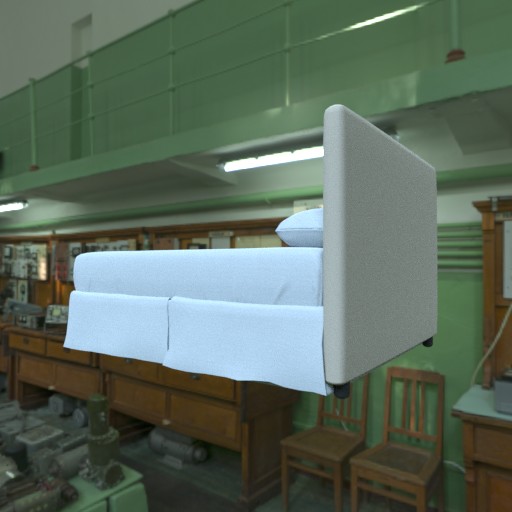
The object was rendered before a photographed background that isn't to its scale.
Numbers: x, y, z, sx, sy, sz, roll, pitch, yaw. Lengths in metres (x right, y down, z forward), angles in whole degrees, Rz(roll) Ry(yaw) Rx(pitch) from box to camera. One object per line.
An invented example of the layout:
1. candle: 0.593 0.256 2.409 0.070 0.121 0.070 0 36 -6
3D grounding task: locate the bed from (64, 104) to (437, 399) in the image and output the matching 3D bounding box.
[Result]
1. bed: 0.000 0.000 3.214 2.142 1.330 1.748 -1 -1 35
